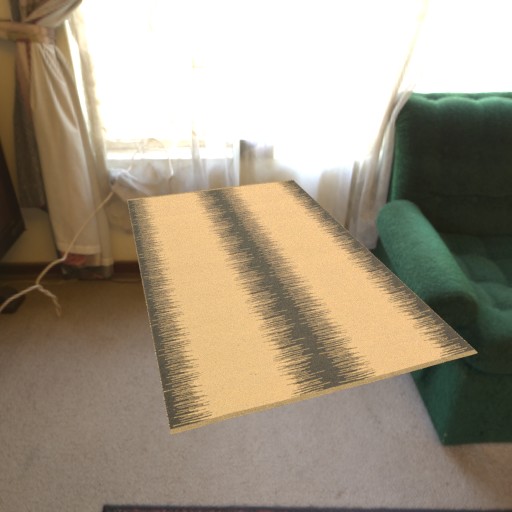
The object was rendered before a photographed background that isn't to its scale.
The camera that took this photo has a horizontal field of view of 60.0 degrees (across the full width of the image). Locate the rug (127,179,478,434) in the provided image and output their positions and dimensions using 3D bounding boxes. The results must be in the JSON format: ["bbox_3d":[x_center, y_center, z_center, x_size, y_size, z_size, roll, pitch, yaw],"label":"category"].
[{"bbox_3d":[0.000,0.000,2.988,1.519,0.003,2.453,-10,32,-15],"label":"rug"}]
